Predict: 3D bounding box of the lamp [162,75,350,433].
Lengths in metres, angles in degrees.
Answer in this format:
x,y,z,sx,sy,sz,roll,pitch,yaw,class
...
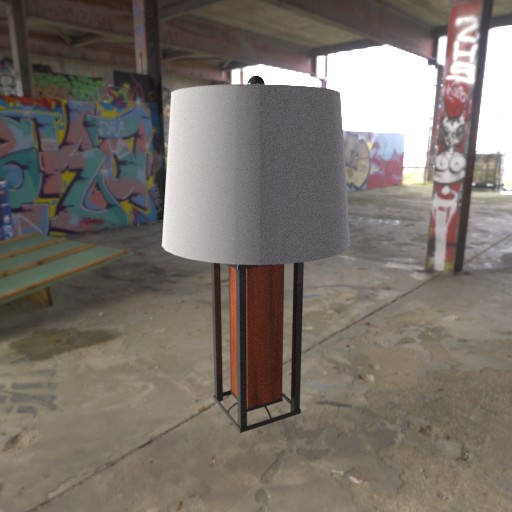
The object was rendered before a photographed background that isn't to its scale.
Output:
x,y,z,sx,sy,sz,roll,pitch,yaw,class
0.000,0.000,0.774,0.320,0.591,0.320,0,14,0,lamp
